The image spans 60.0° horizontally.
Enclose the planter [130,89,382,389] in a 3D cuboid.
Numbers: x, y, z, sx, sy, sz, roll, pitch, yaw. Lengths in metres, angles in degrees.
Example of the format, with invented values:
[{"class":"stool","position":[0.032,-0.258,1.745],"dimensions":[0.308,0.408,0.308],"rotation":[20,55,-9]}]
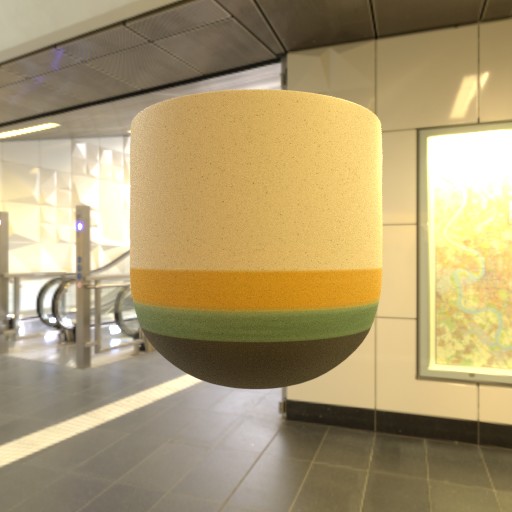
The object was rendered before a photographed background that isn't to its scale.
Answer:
[{"class":"planter","position":[0.000,0.000,0.489],"dimensions":[0.268,0.270,0.268],"rotation":[0,0,0]}]
